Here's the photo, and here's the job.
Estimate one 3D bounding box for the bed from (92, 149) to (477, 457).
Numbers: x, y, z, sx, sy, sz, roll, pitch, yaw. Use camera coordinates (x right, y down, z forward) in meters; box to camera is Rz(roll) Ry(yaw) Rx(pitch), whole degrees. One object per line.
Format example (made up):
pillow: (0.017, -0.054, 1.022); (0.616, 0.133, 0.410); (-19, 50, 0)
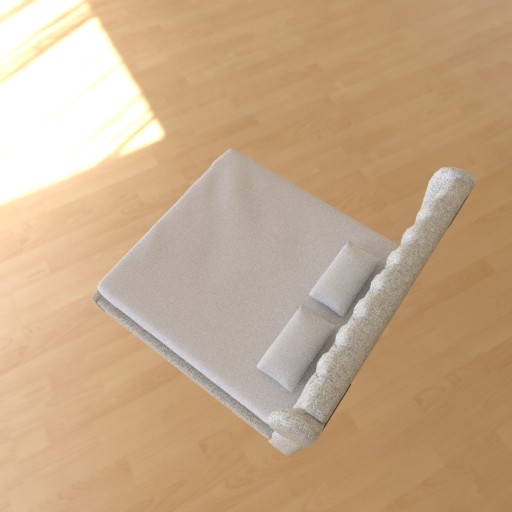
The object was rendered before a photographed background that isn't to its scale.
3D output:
bed: (0.000, 0.000, 3.816); (2.347, 1.771, 2.219); (33, 68, 15)
